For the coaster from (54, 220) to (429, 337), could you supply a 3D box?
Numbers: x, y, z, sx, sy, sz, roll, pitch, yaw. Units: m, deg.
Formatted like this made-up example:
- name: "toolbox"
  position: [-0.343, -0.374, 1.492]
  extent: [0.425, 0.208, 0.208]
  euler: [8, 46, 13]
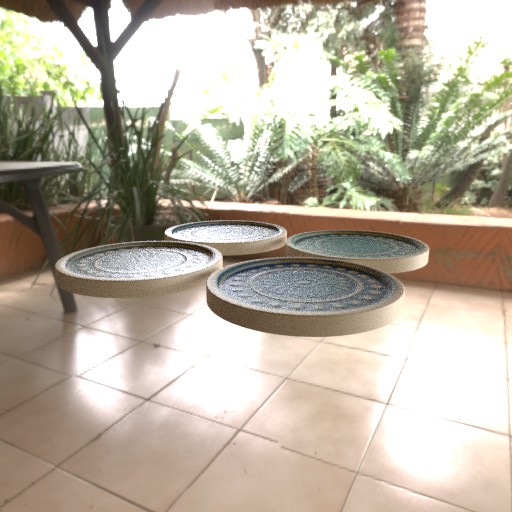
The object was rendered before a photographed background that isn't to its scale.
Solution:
- name: "coaster"
  position: [0.000, 0.000, 0.323]
  extent: [0.224, 0.010, 0.220]
  euler: [7, 16, 26]
